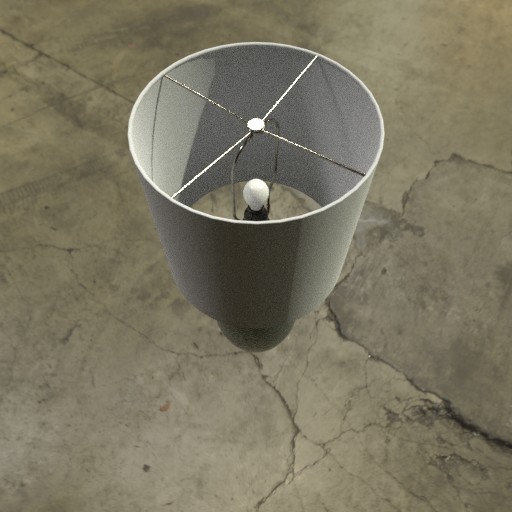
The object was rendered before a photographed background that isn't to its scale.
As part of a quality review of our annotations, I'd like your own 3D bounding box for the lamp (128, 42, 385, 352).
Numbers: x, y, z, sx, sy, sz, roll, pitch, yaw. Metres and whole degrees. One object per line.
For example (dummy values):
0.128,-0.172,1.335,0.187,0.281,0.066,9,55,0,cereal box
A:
0.000,0.000,0.571,0.217,0.453,0.217,32,64,17,lamp
